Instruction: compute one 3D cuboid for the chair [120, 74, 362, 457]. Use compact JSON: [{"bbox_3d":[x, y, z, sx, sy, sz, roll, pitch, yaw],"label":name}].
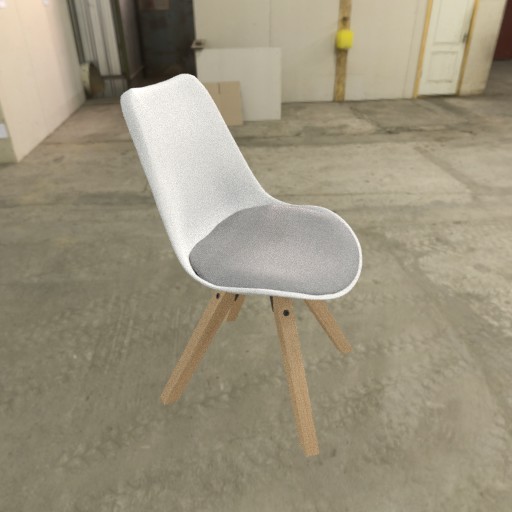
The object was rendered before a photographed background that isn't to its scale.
[{"bbox_3d":[0.000,0.000,1.184,0.550,0.850,0.485,12,33,19],"label":"chair"}]
